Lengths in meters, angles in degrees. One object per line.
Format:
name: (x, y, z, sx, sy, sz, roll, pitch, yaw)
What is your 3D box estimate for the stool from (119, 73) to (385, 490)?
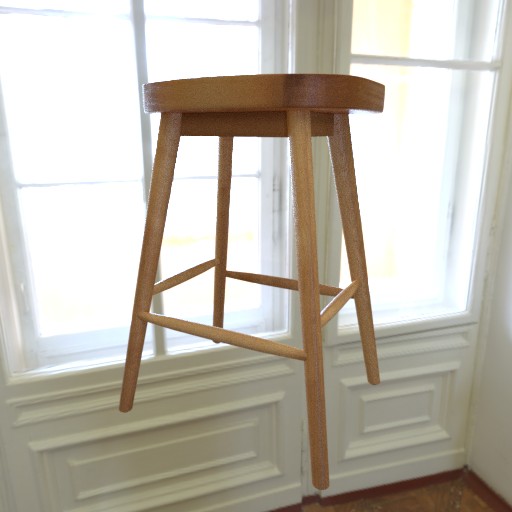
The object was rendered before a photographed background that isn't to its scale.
stool: (0.000, 0.000, 0.851, 0.440, 0.615, 0.361, 8, 18, 27)
